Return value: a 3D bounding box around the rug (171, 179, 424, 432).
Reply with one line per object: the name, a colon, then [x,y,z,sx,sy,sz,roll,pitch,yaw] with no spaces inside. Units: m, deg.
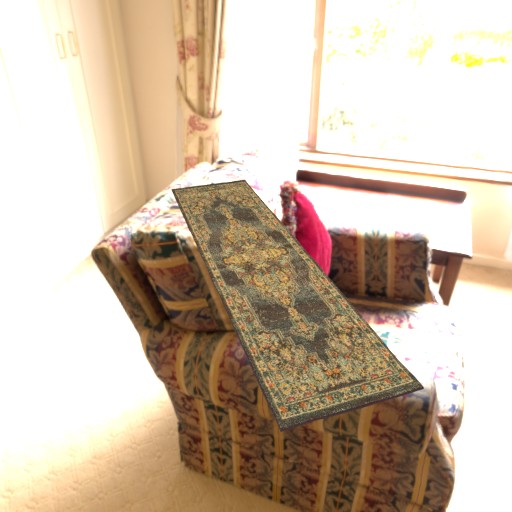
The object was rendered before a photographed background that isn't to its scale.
rug: [0.000,0.000,2.552,0.602,0.016,2.283,-10,33,-16]
